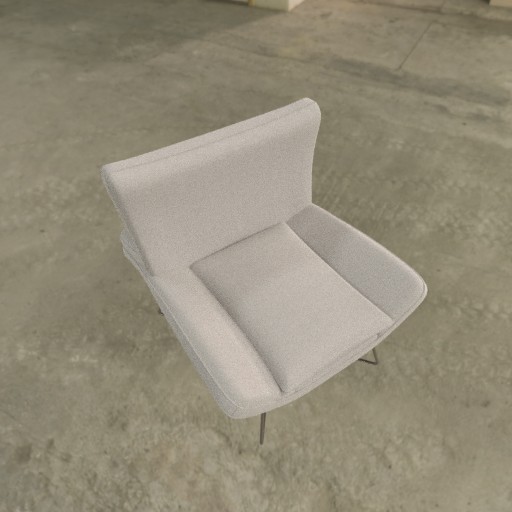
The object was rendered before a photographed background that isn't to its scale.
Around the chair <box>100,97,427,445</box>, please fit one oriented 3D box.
[{"bbox_3d":[0.000,0.000,1.694,0.859,0.855,1.008,-26,51,-23],"label":"chair"}]
